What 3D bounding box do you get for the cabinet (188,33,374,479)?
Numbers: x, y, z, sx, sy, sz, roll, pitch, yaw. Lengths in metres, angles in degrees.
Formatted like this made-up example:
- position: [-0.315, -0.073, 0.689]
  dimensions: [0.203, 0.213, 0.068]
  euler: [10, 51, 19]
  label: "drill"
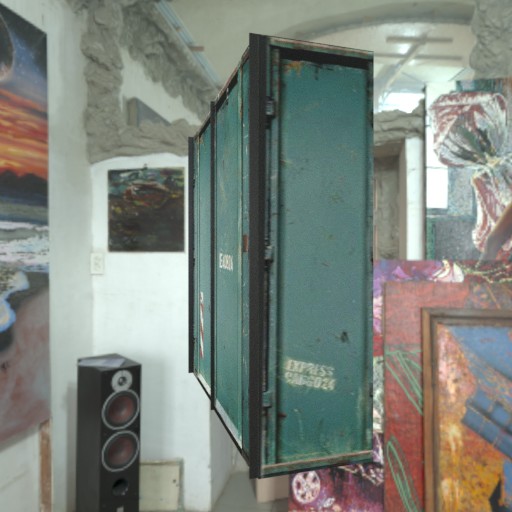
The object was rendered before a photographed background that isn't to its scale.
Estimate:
- position: [0.000, 0.000, 3.191]
  dimensions: [0.680, 2.160, 2.000]
  euler: [0, 0, -17]
  label: "cabinet"
